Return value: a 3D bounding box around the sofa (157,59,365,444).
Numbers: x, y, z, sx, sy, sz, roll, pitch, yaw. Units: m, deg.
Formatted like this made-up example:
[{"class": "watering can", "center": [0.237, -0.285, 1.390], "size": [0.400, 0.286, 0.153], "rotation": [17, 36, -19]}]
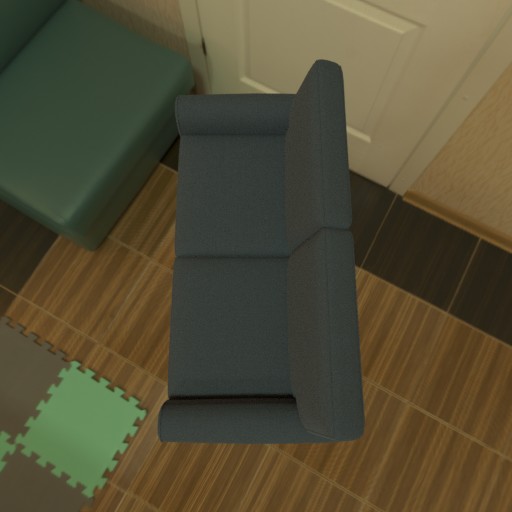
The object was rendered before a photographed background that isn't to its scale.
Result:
[{"class": "sofa", "center": [0.000, 0.000, 2.478], "size": [0.940, 1.020, 1.930], "rotation": [0, 75, 0]}]
